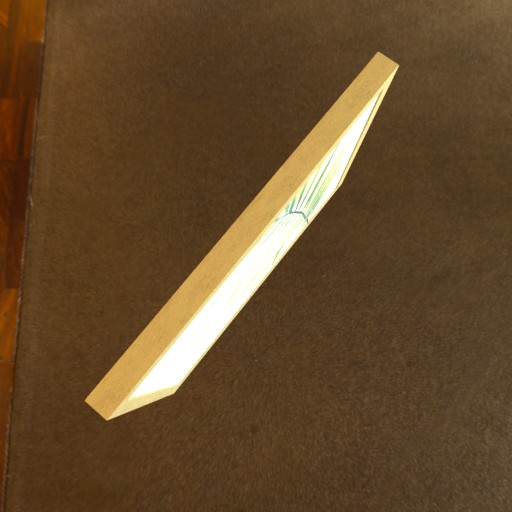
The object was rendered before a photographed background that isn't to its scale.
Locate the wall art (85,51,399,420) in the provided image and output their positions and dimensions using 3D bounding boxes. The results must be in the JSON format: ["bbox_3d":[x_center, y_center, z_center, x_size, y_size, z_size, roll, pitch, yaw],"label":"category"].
[{"bbox_3d":[0.000,0.000,0.690,0.032,0.380,0.532,38,80,8],"label":"wall art"}]
